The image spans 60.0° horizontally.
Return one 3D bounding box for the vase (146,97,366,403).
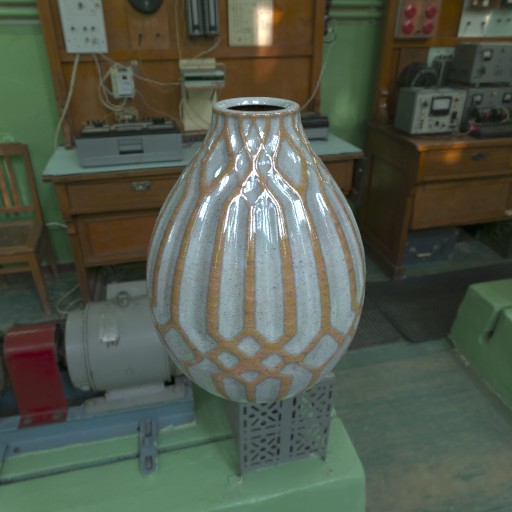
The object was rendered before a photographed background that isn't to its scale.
[{"bbox_3d":[0.000,0.000,0.265,0.131,0.175,0.131,0,29,0],"label":"vase"}]
